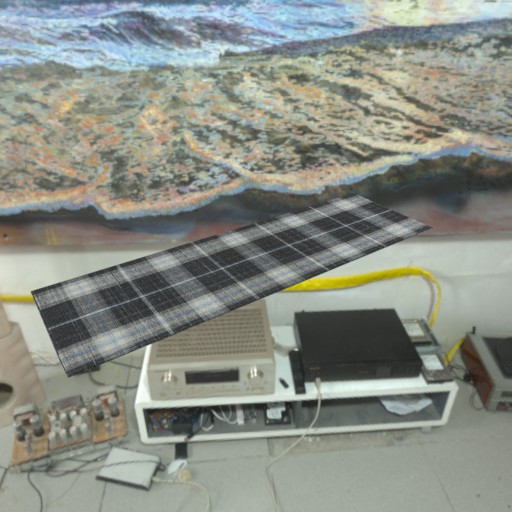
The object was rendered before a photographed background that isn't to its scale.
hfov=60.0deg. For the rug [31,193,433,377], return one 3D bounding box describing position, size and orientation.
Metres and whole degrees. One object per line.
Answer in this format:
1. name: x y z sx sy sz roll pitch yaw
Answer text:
1. rug: 0.000 0.000 2.711 2.434 0.012 0.760 -19 35 -29
